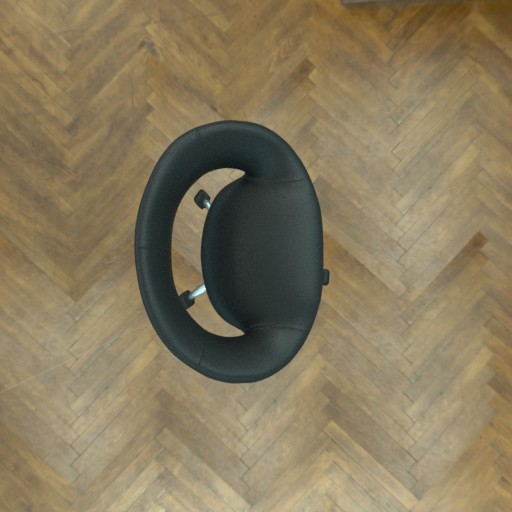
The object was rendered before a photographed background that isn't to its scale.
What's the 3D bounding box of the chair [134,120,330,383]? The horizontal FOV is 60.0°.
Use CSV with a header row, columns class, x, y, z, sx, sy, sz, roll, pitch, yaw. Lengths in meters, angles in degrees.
class,x,y,z,sx,sy,sz,roll,pitch,yaw
chair,0.000,0.000,1.206,0.538,0.791,0.612,0,87,-1
